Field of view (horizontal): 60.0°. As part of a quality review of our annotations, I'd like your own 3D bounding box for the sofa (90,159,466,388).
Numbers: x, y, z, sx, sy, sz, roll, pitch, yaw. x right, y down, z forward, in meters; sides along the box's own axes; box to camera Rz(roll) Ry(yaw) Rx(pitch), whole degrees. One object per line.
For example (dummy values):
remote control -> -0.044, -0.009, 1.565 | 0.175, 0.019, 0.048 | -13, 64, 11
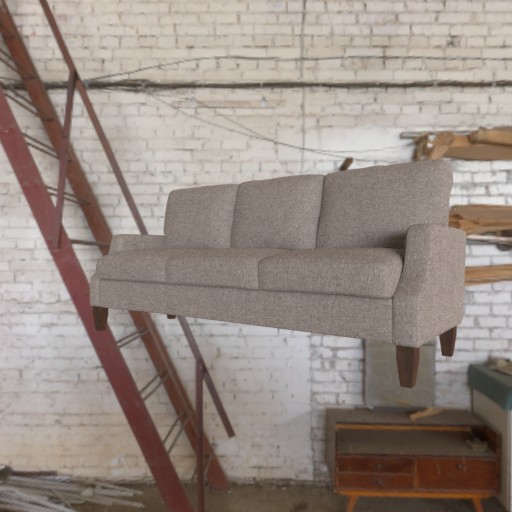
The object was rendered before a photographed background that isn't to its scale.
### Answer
sofa -> 0.000, 0.000, 2.592 | 2.115, 0.984, 0.888 | 1, 1, 37
